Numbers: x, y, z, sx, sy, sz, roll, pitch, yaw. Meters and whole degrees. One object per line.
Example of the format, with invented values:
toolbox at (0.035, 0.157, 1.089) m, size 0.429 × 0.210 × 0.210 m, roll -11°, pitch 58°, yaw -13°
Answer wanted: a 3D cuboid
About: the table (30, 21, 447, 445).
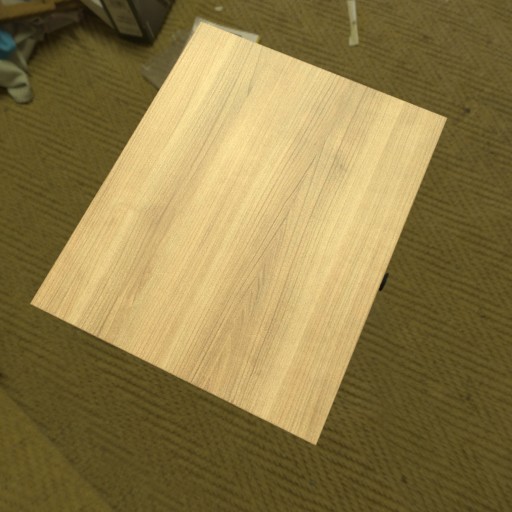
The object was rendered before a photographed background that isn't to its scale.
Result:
table at (0.000, 0.000, 0.775) m, size 0.380 × 0.460 × 0.445 m, roll 24°, pitch 76°, yaw 6°
